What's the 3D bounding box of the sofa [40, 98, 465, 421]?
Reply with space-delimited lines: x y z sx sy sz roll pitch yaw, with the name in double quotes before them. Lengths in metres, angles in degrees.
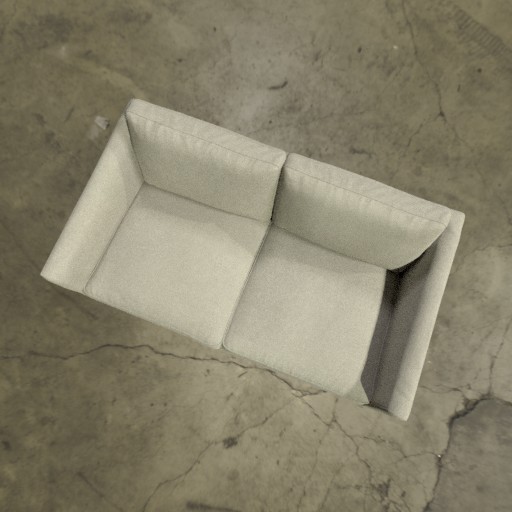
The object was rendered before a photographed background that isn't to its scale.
"sofa" 0.000 0.000 2.440 1.905 0.839 1.091 20 76 5
